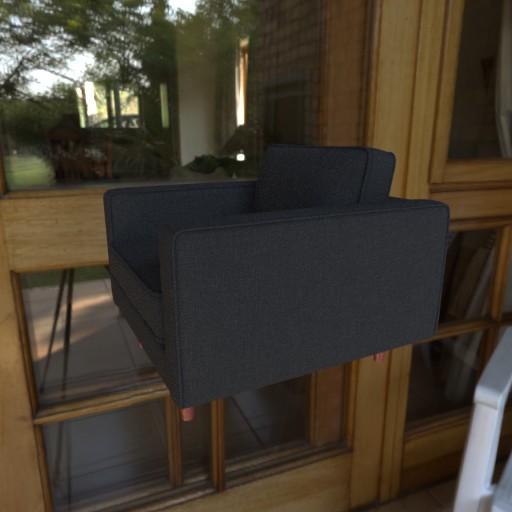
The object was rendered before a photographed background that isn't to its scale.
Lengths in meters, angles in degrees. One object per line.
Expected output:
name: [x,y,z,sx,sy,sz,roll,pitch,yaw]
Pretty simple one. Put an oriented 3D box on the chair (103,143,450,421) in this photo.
chair: [0.000,0.000,1.586,0.919,0.770,0.899,-8,17,-27]
